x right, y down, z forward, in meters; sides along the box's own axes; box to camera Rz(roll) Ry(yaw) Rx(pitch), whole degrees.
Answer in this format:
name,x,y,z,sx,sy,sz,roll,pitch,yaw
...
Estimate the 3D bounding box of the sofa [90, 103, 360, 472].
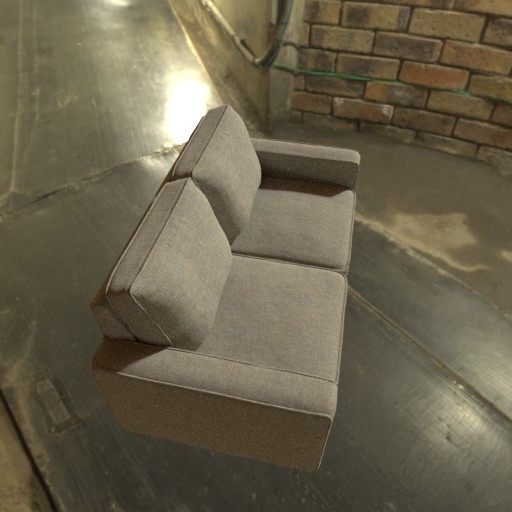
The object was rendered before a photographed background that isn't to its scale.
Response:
name,x,y,z,sx,sy,sz,roll,pitch,yaw
sofa,0.000,0.000,2.252,0.945,0.915,1.706,9,47,8
